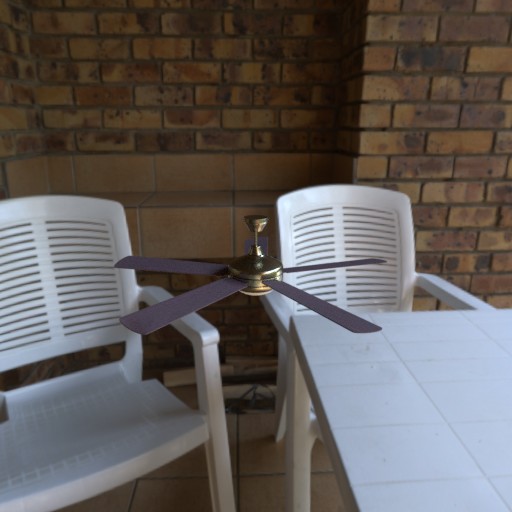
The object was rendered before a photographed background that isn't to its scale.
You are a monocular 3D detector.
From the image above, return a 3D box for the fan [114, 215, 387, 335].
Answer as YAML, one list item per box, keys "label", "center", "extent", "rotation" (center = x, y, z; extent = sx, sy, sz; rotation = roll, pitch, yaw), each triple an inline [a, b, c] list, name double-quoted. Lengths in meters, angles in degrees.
- label: "fan"
  center: [0.000, 0.000, 1.994]
  extent: [1.321, 0.356, 1.321]
  rotation: [-2, 17, -8]
